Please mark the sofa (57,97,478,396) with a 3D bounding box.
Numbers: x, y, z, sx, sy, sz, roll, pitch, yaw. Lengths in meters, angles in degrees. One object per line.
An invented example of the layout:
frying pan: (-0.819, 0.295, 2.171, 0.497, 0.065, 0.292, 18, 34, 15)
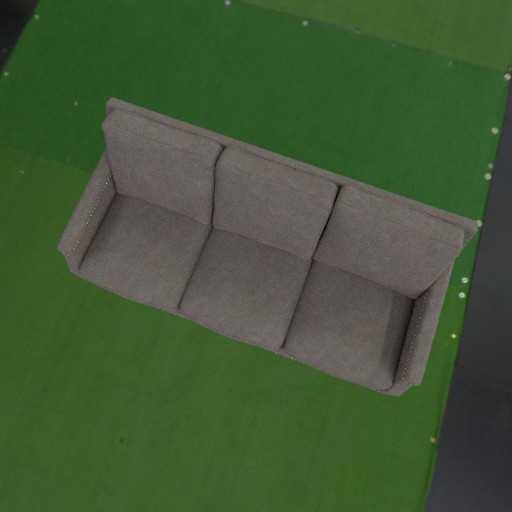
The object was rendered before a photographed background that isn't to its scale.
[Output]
sofa: (0.000, 0.000, 2.740, 2.226, 1.042, 1.034, 20, 77, 5)
